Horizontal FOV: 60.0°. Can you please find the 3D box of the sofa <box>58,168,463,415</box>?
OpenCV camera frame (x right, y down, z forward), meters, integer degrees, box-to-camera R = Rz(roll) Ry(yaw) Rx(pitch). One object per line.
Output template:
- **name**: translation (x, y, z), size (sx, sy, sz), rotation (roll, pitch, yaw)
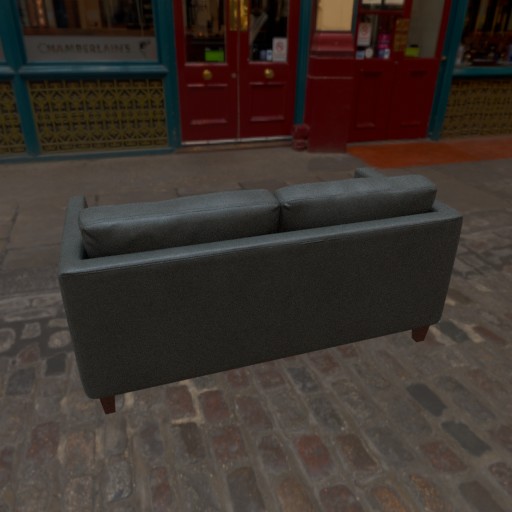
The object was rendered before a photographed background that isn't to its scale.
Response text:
- **sofa**: translation (0.000, 0.000, 2.423), size (1.883, 0.933, 0.951), rotation (-8, 28, -16)
